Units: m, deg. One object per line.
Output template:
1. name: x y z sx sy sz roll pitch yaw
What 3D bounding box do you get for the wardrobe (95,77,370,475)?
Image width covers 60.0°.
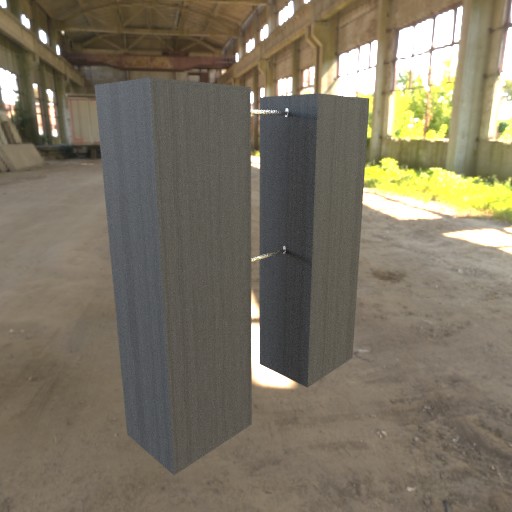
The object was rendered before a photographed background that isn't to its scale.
1. wardrobe: 0.000 0.000 2.886 0.480 2.000 1.770 15 22 42
